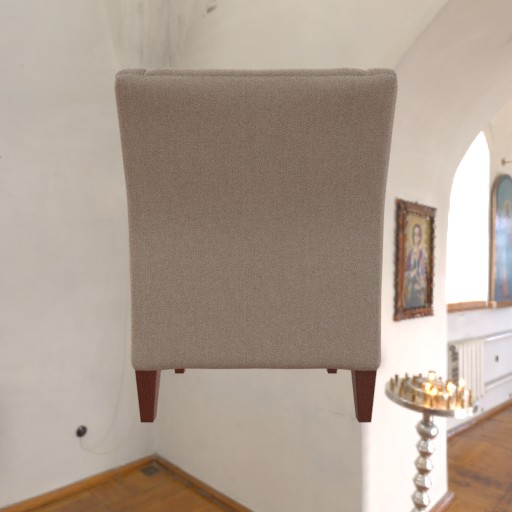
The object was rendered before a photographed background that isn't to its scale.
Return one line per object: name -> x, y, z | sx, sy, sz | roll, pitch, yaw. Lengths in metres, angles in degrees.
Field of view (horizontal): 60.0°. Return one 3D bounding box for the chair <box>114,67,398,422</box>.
chair -> 0.000, 0.000, 1.583 | 0.774, 1.014, 0.870 | 0, 0, 0
